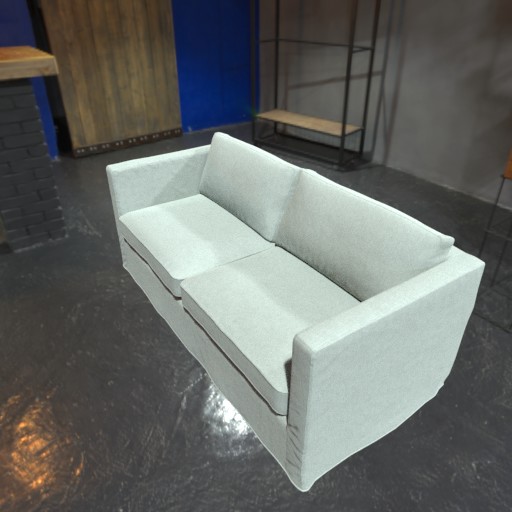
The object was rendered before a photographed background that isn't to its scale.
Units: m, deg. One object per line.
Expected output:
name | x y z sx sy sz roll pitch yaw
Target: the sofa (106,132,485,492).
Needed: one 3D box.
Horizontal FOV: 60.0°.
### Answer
sofa | 0.000 0.000 2.399 0.940 0.870 1.987 -20 37 -29
